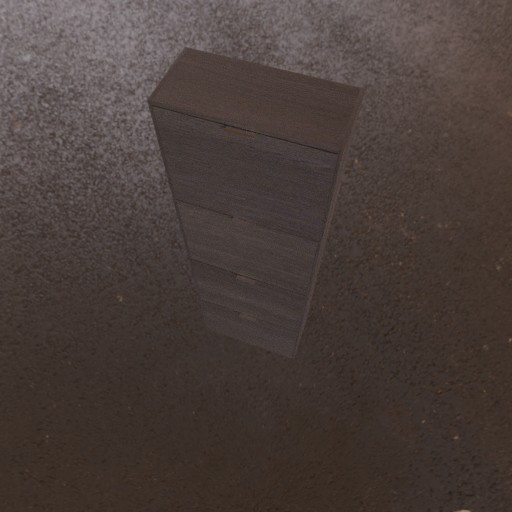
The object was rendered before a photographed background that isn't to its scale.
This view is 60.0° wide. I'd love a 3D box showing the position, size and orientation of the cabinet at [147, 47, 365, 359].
[{"bbox_3d":[0.000,0.000,1.851,0.520,1.630,0.255,17,61,10],"label":"cabinet"}]
